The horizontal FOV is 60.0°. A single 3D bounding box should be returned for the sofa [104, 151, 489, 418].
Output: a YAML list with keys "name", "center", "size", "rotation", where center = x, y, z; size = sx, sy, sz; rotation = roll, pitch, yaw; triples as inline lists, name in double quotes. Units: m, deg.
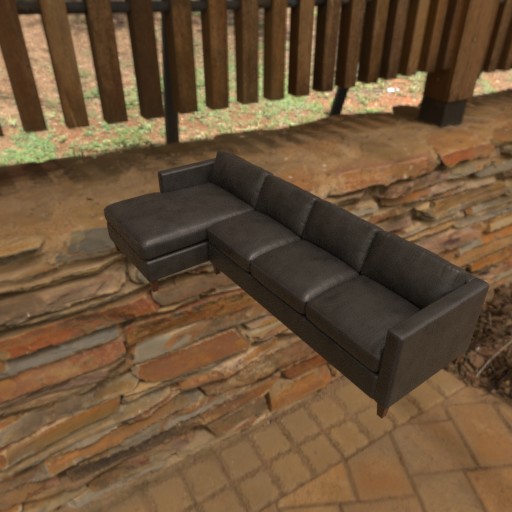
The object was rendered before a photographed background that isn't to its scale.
- name: "sofa"
  center: [0.000, 0.000, 3.836]
  size: [1.581, 0.883, 3.203]
  rotation: [-21, 38, -30]
